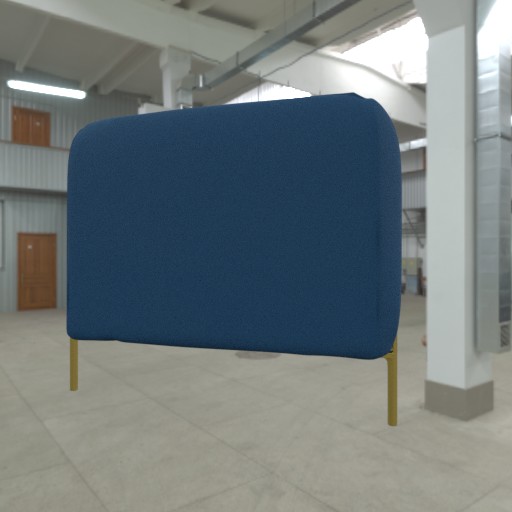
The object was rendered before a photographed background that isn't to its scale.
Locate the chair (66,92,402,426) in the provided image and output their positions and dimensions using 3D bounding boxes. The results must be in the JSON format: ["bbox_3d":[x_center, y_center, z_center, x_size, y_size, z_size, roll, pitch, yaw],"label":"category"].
[{"bbox_3d":[0.000,0.000,1.524,0.947,0.793,0.877,0,0,17],"label":"chair"}]
